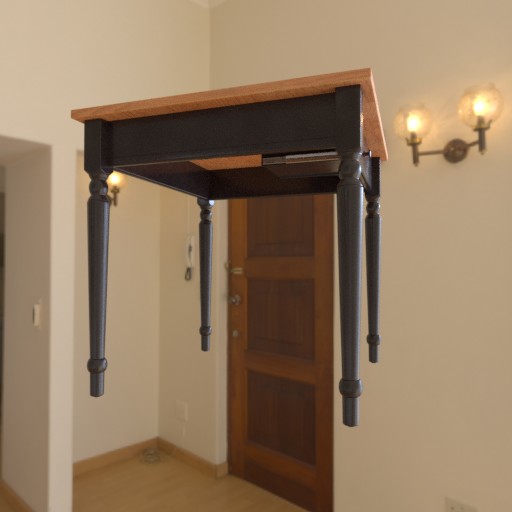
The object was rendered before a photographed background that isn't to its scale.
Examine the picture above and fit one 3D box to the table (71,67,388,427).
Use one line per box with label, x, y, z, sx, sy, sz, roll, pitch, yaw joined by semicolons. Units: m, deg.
table;0.000;0.000;1.358;0.747;0.738;0.747;0;-1;19
